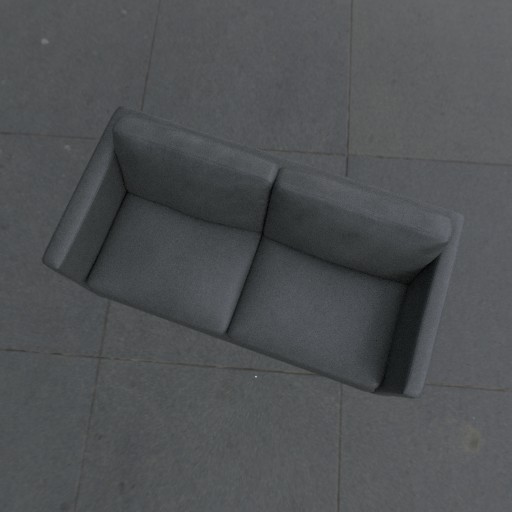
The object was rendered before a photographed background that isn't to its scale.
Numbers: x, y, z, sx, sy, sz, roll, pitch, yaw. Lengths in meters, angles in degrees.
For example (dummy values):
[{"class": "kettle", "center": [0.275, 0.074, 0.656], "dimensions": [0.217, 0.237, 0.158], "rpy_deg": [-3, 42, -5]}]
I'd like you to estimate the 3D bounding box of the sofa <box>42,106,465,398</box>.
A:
[{"class": "sofa", "center": [0.000, 0.000, 2.412], "dimensions": [1.883, 0.933, 0.951], "rpy_deg": [19, 76, 5]}]
